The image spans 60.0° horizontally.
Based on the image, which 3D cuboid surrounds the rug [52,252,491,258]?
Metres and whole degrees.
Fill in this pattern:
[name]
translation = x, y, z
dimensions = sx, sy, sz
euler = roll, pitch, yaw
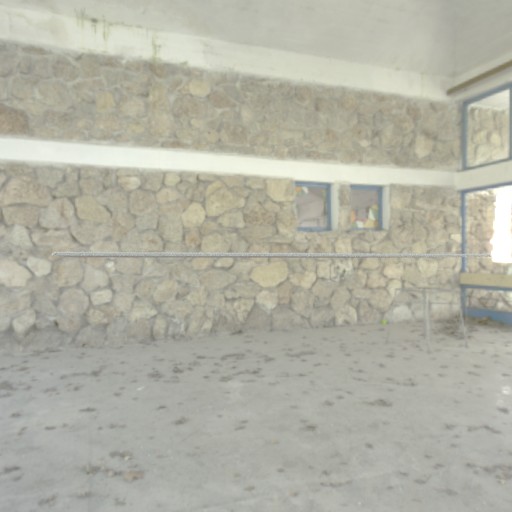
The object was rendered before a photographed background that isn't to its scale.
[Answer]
[rug]
translation = 0.000, 0.000, 2.212
dimensions = 1.747, 0.011, 1.217
euler = 0, -1, -19
